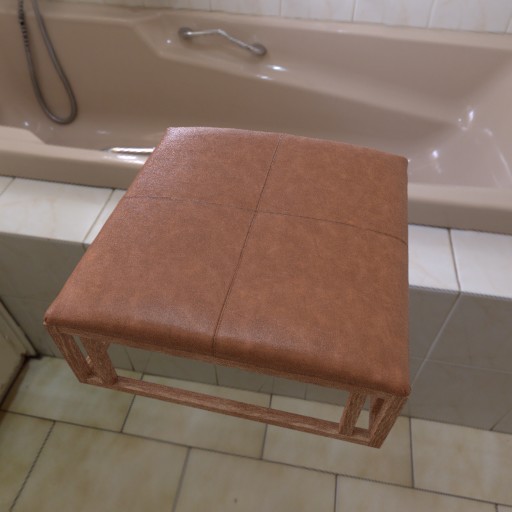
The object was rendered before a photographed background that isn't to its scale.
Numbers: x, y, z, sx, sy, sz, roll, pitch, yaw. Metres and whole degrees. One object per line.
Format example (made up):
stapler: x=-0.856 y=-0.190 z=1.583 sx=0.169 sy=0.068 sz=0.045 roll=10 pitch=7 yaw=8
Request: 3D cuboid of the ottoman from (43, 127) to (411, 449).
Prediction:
ottoman: x=0.000 y=0.000 z=1.610 sx=1.013 sy=0.442 sz=1.016 roll=9 pitch=48 yaw=9
